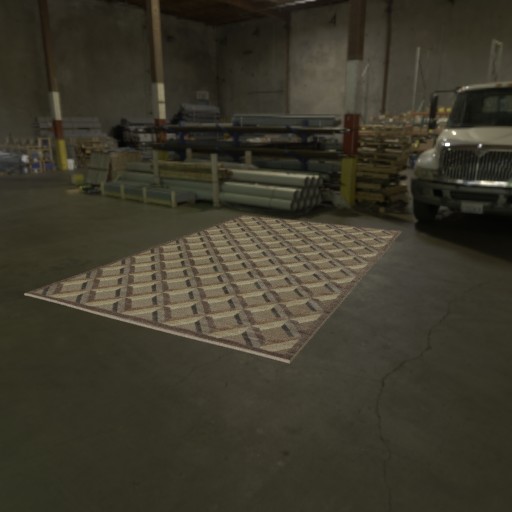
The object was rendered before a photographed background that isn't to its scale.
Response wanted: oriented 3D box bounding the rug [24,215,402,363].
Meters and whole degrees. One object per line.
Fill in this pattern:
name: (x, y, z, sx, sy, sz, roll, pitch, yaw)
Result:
rug: (0.000, 0.000, 2.110, 1.066, 0.011, 1.677, 8, 18, 26)
